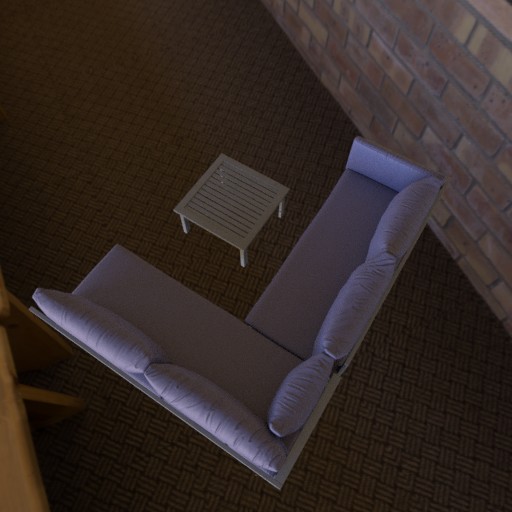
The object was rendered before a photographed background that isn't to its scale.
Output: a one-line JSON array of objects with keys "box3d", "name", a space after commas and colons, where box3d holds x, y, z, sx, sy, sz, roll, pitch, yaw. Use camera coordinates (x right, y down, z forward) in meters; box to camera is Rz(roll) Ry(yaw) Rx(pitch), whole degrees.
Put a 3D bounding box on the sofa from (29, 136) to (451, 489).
[{"box3d": [0.000, 0.000, 2.912, 1.658, 0.762, 2.149, 30, 67, 14], "name": "sofa"}]
